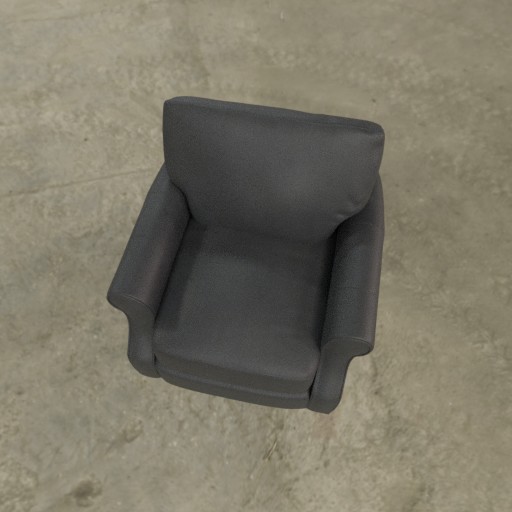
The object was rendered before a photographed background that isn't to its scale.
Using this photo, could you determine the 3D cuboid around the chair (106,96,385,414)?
[{"bbox_3d":[0.000,0.000,1.817,1.015,0.960,1.027,14,59,9],"label":"chair"}]
